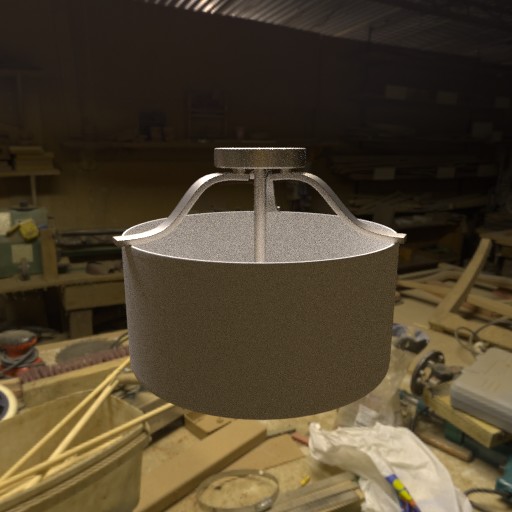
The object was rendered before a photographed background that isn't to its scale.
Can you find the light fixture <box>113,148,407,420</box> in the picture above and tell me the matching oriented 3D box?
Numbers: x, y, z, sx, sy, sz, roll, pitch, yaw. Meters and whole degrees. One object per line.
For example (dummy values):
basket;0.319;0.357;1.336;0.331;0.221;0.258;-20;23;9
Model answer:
light fixture;0.000;0.000;0.642;0.395;0.304;0.395;0;14;0
